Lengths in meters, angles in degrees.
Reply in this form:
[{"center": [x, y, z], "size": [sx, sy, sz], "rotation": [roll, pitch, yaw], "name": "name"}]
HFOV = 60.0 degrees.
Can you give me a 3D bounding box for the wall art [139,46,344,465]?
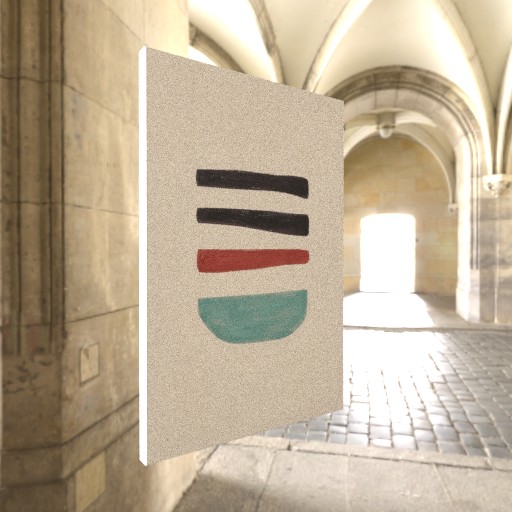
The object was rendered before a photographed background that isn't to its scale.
[{"center": [0.000, 0.000, 1.149], "size": [0.607, 0.912, 0.038], "rotation": [0, 1, -35], "name": "wall art"}]
